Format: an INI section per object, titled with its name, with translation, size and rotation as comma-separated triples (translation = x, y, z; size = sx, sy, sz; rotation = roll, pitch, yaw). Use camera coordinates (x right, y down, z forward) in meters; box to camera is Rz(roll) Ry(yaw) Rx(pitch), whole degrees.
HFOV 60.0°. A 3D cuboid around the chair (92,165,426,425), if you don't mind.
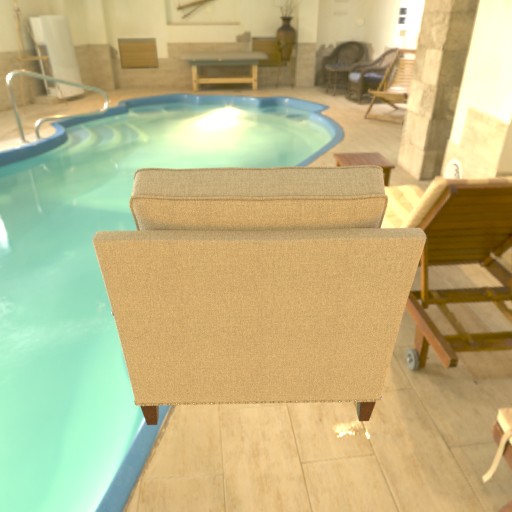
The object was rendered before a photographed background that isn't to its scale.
[chair]
translation = 0.000, 0.000, 1.707
size = 0.853, 0.943, 1.014
rotation = -1, 29, -1
